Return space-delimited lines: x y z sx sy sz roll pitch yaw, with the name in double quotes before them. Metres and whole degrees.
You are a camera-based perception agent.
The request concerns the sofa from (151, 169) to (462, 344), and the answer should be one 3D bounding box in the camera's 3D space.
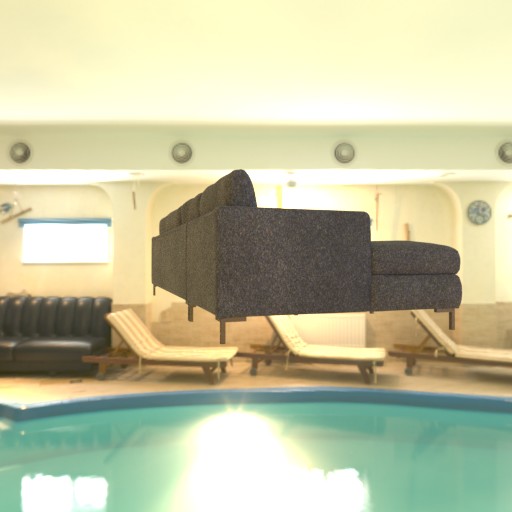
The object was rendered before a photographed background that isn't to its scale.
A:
"sofa" 0.000 0.000 3.514 1.350 0.810 2.932 0 -1 -19
